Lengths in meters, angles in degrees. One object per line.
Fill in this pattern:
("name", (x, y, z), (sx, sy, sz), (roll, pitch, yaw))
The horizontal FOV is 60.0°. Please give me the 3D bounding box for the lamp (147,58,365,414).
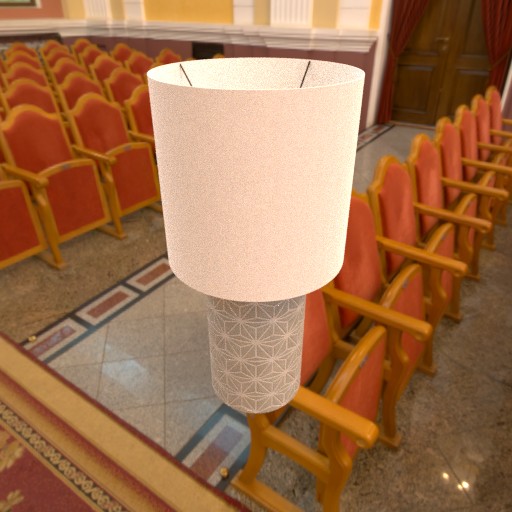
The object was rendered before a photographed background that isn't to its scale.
("lamp", (0.000, 0.000, 0.534), (0.206, 0.416, 0.206), (20, 36, 30))
